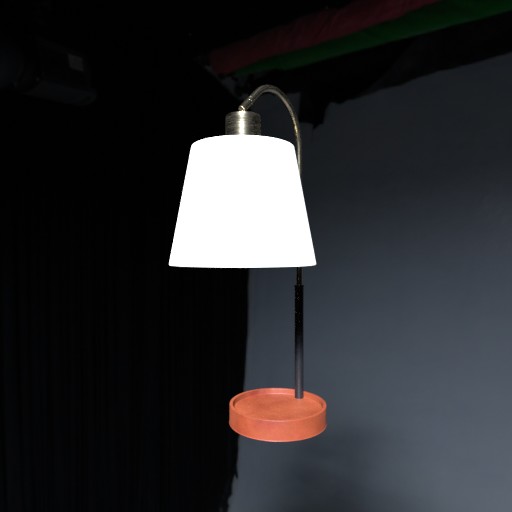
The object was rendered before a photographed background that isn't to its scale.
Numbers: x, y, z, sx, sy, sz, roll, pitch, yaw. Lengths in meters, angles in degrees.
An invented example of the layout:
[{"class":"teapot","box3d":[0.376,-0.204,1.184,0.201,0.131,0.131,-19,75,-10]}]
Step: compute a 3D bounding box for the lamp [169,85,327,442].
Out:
[{"class":"lamp","box3d":[0.000,0.000,0.668,0.211,0.536,0.273,0,1,37]}]
